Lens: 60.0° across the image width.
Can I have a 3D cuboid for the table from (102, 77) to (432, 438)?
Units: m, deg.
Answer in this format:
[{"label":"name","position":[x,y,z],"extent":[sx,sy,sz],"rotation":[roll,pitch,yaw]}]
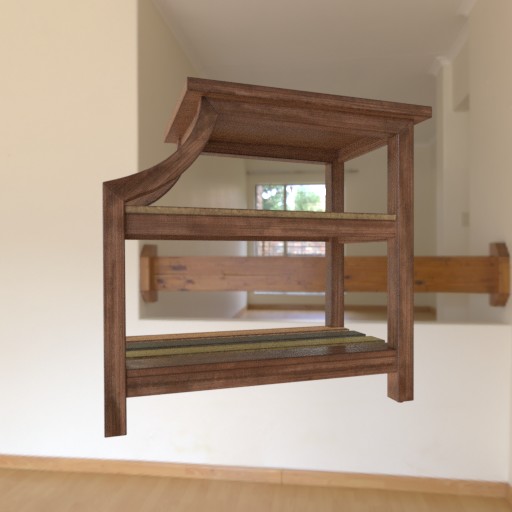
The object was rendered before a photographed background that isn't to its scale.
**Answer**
[{"label":"table","position":[0.000,0.000,0.942],"extent":[0.609,0.584,0.356],"rotation":[0,0,-18]}]
